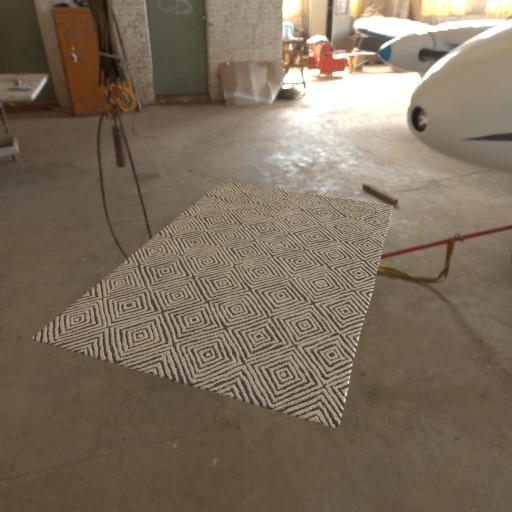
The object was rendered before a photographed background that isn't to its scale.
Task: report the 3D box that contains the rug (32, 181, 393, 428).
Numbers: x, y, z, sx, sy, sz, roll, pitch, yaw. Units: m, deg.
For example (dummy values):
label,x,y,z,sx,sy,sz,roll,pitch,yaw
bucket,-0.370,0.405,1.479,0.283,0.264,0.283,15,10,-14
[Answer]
label,x,y,z,sx,sy,sz,roll,pitch,yaw
rug,0.000,0.000,2.208,1.177,0.004,1.750,11,32,17
